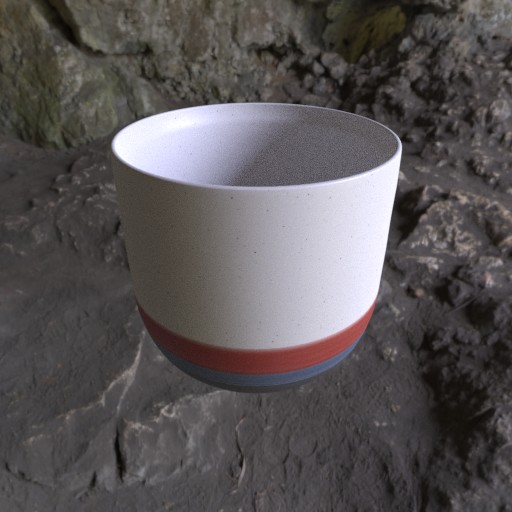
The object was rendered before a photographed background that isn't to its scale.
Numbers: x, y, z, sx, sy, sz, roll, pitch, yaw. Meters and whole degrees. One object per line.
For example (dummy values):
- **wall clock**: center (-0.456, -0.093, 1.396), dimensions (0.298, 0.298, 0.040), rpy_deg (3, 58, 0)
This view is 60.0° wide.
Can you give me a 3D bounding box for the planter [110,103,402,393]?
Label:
- **planter**: center (0.000, 0.000, 0.488), dimensions (0.268, 0.270, 0.268), rpy_deg (0, 31, 0)
